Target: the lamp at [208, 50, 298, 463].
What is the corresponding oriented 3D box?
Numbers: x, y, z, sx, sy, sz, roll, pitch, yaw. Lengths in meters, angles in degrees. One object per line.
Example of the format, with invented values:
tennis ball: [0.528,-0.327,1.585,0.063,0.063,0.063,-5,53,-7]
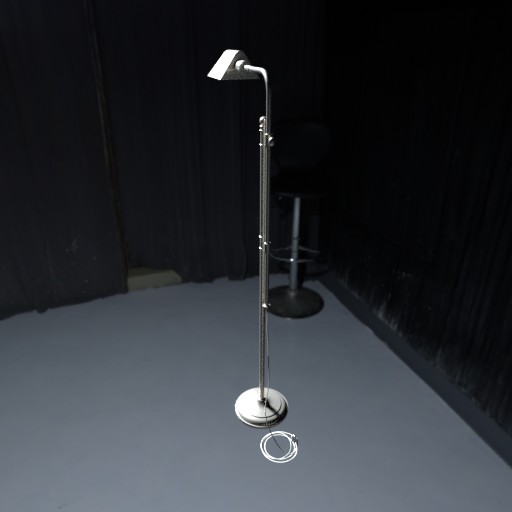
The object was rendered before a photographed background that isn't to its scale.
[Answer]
lamp: [0.000,0.000,1.881,0.256,1.571,0.813,-8,27,-17]
